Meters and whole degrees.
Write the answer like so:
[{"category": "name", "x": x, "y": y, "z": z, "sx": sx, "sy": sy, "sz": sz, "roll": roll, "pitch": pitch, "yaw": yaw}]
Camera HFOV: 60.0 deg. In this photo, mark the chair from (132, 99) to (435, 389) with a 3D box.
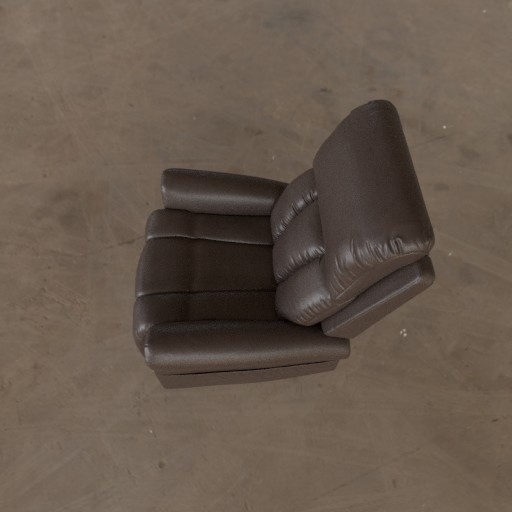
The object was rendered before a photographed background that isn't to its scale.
[{"category": "chair", "x": 0.000, "y": 0.000, "z": 1.712, "sx": 0.978, "sy": 1.028, "sz": 0.869, "roll": -2, "pitch": 58, "yaw": -1}]
